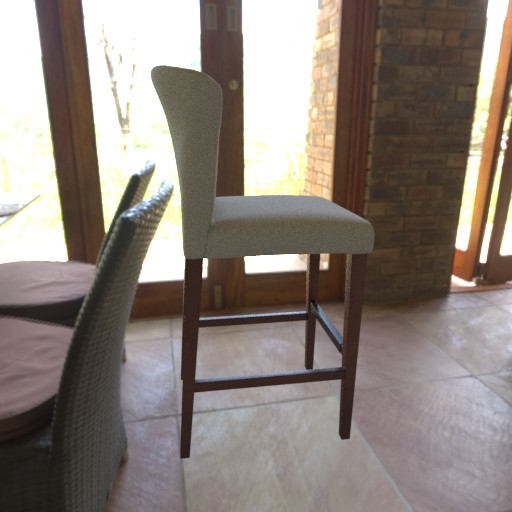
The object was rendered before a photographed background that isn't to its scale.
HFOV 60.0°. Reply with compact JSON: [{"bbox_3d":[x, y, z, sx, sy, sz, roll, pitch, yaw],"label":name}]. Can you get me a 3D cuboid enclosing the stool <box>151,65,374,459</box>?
[{"bbox_3d":[0.000,0.000,1.372,0.568,1.069,0.479,-3,17,-9],"label":"stool"}]
